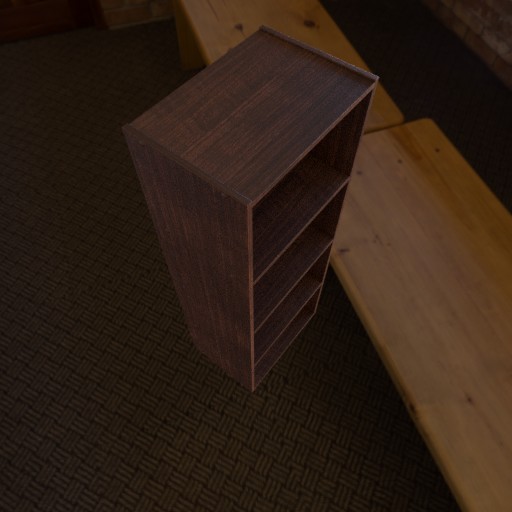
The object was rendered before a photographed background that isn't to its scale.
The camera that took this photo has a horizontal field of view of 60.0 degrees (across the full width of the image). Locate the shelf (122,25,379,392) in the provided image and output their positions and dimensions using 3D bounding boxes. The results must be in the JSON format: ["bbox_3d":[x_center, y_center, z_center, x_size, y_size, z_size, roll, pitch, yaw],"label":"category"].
[{"bbox_3d":[0.000,0.000,1.297,0.290,1.099,0.415,34,64,19],"label":"shelf"}]
